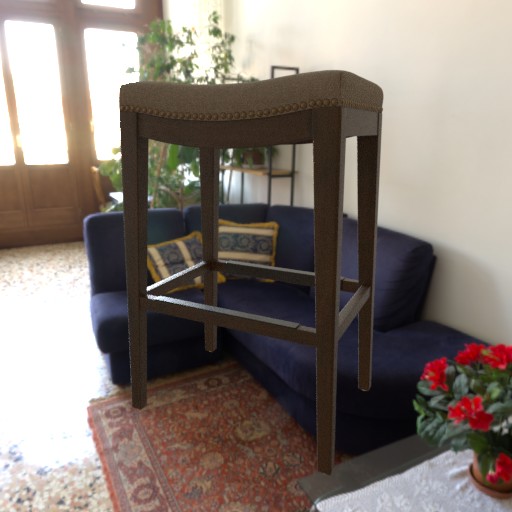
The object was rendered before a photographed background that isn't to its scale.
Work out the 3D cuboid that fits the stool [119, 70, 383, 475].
[{"bbox_3d":[0.000,0.000,1.037,0.508,0.762,0.356,8,18,26],"label":"stool"}]
